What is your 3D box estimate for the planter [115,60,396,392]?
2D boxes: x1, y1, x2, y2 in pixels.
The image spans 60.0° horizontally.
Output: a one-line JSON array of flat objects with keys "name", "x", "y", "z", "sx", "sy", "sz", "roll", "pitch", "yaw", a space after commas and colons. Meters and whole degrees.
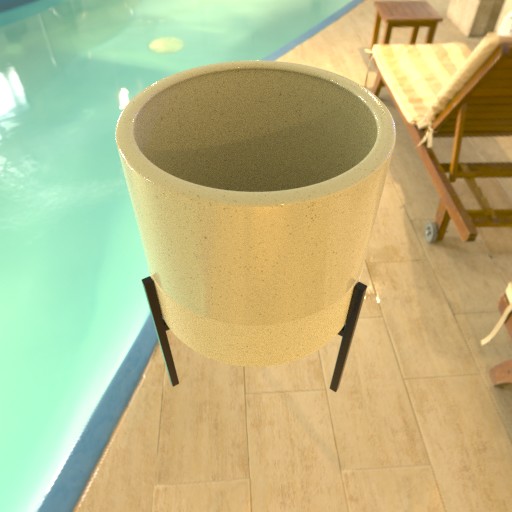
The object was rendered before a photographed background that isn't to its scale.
[{"name": "planter", "x": 0.000, "y": 0.000, "z": 0.330, "sx": 0.152, "sy": 0.230, "sz": 0.159, "roll": 2, "pitch": 46, "yaw": 2}]
